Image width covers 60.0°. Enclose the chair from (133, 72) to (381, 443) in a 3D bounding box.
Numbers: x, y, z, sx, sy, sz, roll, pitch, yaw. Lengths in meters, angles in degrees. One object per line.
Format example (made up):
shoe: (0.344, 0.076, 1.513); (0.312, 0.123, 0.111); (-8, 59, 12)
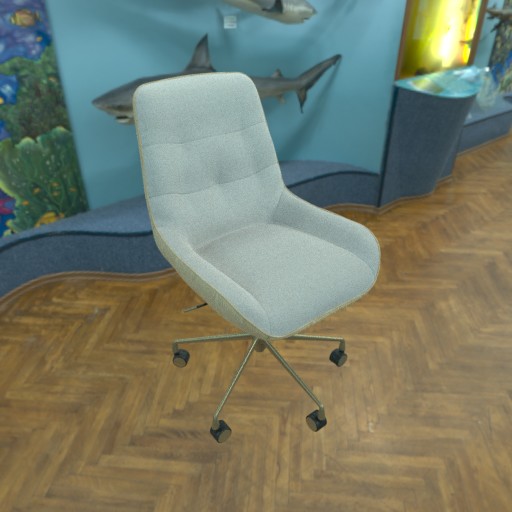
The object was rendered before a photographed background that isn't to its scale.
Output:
chair: (0.000, 0.000, 1.341); (0.564, 0.952, 0.668); (-22, 38, -32)
